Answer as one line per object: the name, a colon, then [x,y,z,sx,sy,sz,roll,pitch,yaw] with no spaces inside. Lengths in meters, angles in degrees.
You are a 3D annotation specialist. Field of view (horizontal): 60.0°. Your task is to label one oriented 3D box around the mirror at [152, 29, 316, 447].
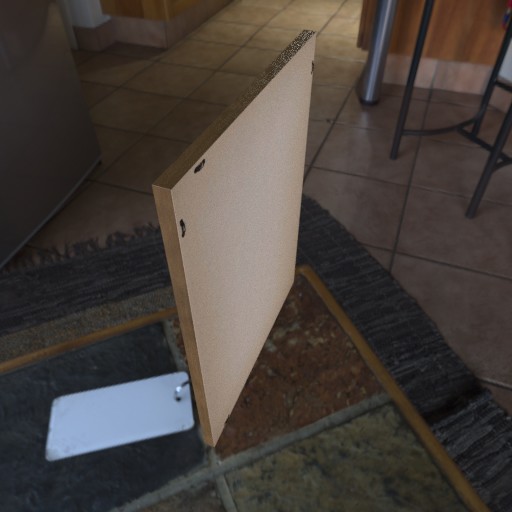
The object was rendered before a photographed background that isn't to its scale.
mirror: [0.000,0.000,1.307,0.040,1.016,0.762,17,48,16]
